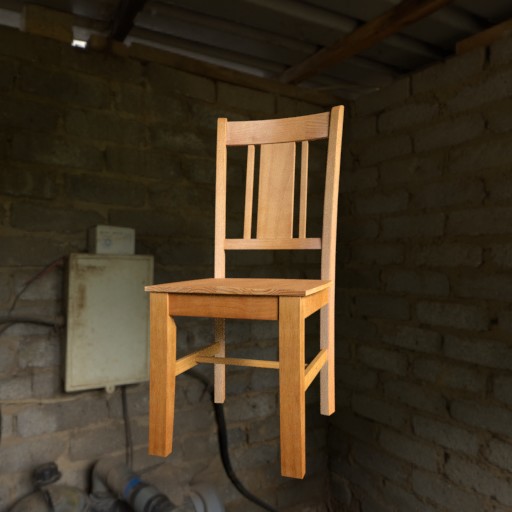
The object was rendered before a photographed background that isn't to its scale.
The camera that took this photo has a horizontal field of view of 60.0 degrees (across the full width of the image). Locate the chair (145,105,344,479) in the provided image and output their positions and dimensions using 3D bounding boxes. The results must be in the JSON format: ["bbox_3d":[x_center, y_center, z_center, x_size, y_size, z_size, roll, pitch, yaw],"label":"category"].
[{"bbox_3d":[0.000,0.000,1.306,0.450,0.998,0.556,0,0,18],"label":"chair"}]
